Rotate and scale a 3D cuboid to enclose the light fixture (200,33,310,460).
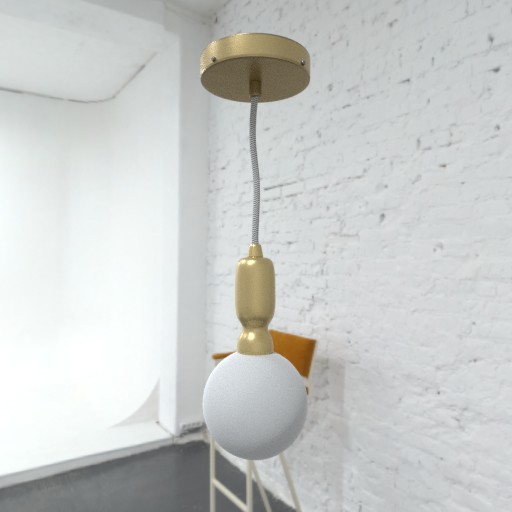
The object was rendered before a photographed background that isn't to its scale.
[{"bbox_3d":[0.000,0.000,0.572,0.146,0.510,0.147,-1,-2,36],"label":"light fixture"}]
